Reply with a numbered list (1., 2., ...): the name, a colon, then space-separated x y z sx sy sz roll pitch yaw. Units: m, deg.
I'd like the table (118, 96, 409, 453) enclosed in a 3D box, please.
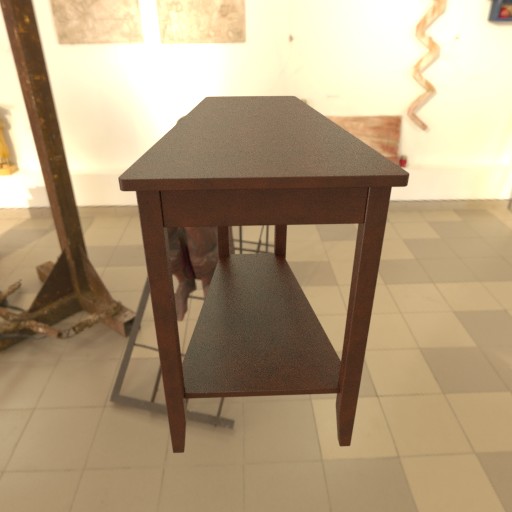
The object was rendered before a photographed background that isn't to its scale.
1. table: 0.000 0.000 1.007 0.399 0.589 0.605 -1 30 -2
